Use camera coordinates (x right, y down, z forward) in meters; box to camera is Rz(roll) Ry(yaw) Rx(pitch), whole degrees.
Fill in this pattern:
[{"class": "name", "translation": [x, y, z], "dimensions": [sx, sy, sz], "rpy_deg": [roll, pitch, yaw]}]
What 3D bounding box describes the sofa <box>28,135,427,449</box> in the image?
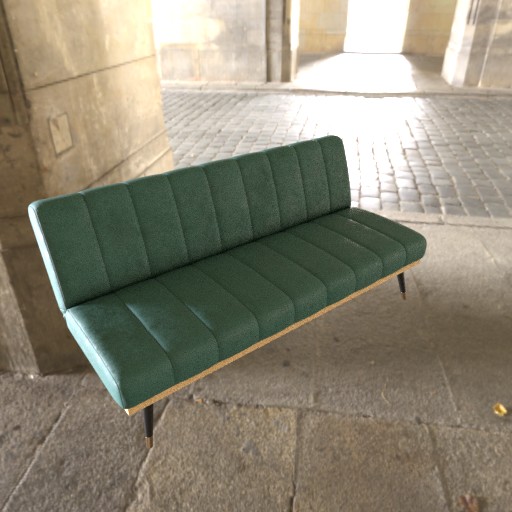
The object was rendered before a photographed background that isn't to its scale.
[{"class": "sofa", "translation": [0.000, 0.000, 2.243], "dimensions": [1.810, 0.820, 0.830], "rpy_deg": [-21, 36, -32]}]
